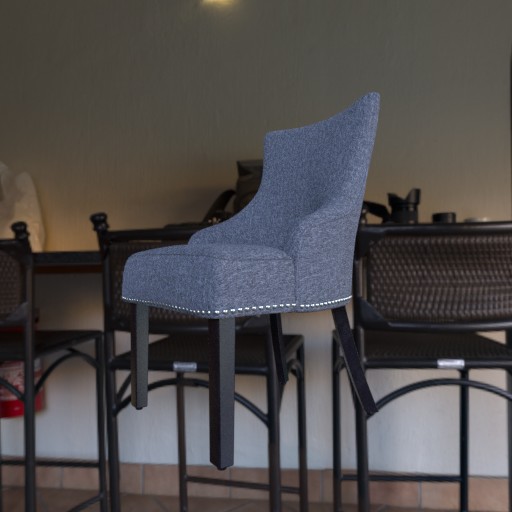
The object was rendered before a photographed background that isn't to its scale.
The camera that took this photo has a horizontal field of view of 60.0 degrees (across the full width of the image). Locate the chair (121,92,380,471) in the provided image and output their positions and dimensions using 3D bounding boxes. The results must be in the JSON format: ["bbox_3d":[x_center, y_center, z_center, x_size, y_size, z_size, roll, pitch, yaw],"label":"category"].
[{"bbox_3d":[0.000,0.000,1.282,0.629,0.909,0.566,1,-1,-36],"label":"chair"}]
